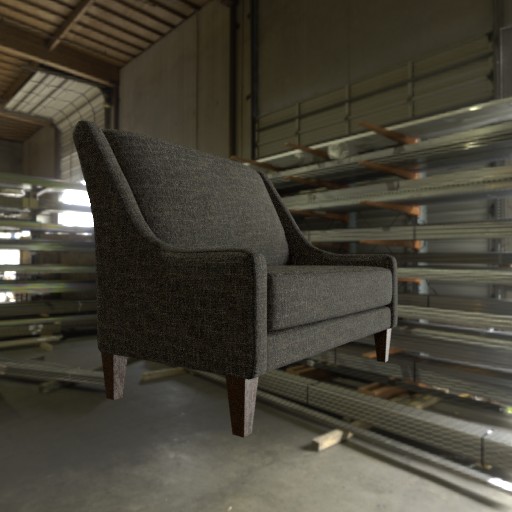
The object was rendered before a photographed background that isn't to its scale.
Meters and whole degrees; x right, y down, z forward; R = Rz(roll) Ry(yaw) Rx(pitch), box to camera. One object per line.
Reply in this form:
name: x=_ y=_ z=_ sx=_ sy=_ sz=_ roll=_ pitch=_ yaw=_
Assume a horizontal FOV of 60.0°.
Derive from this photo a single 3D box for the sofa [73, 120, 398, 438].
sofa: x=0.000 y=0.000 z=1.919 sx=0.870 sy=1.021 sz=1.242 roll=-1 pitch=-1 yaw=36
